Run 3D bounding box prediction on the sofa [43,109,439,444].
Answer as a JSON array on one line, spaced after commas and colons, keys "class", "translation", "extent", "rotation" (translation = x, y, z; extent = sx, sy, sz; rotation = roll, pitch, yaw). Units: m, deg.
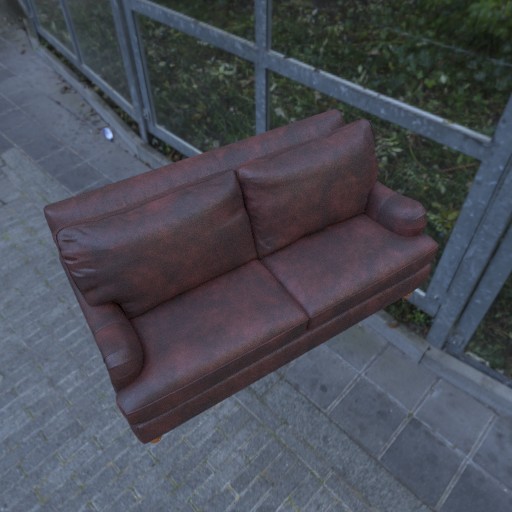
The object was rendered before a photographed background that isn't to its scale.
[{"class": "sofa", "translation": [0.000, 0.000, 2.762], "extent": [2.144, 1.071, 1.147], "rotation": [-24, 51, -21]}]
